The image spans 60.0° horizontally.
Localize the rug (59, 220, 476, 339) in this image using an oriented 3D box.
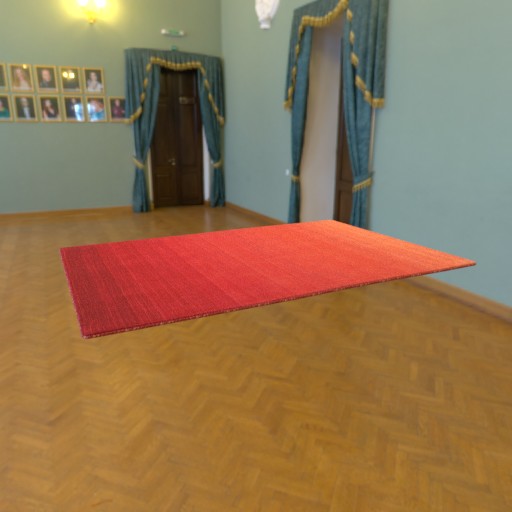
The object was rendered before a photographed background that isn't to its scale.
[{"bbox_3d":[0.000,0.000,2.322,1.835,0.018,1.230,-8,17,-25],"label":"rug"}]
